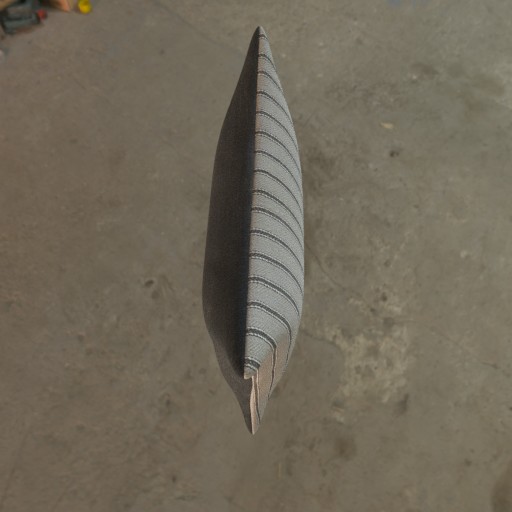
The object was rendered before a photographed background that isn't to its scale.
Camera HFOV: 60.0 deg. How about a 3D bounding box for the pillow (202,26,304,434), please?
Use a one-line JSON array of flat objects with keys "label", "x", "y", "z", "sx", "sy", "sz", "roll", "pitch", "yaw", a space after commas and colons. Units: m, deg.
[{"label": "pillow", "x": 0.000, "y": 0.000, "z": 0.679, "sx": 0.138, "sy": 0.444, "sz": 0.468, "roll": 2, "pitch": 62, "yaw": 1}]
